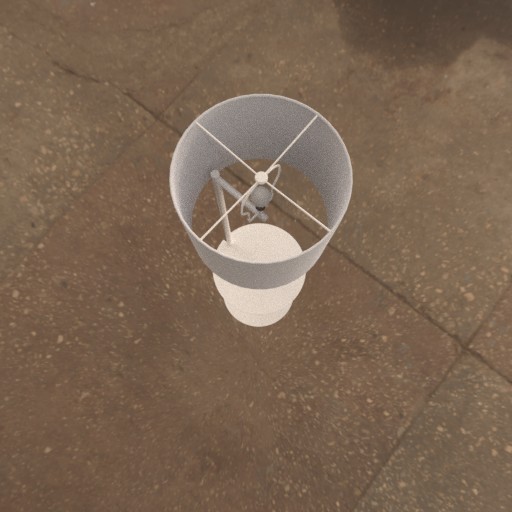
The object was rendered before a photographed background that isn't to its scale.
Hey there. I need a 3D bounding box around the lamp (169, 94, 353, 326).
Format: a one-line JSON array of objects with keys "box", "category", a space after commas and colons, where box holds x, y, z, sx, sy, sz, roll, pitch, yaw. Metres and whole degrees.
[{"box": [0.000, 0.000, 1.613, 0.405, 1.465, 0.372, 40, 80, 9], "category": "lamp"}]
